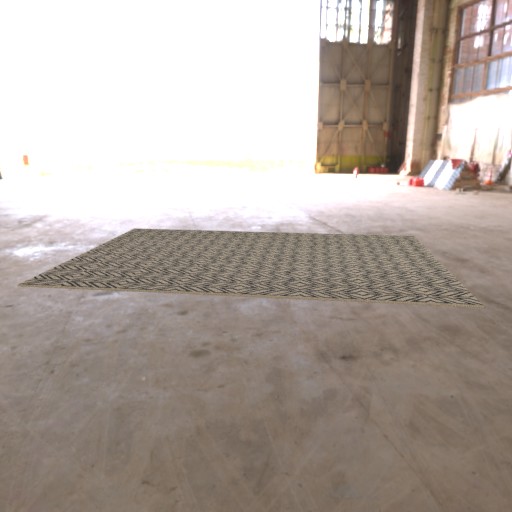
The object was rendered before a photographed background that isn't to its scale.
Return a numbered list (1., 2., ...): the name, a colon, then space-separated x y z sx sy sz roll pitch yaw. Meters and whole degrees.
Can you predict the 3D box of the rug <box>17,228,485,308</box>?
1. rug: 0.000 0.000 2.294 1.828 0.007 1.220 2 15 7
